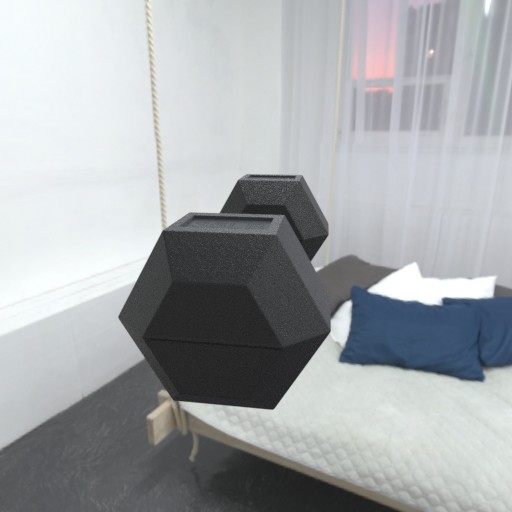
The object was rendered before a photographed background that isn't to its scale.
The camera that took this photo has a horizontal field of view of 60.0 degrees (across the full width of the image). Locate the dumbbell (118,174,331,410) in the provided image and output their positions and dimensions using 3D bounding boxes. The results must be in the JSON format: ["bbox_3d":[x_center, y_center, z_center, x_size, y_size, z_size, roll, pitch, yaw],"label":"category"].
[{"bbox_3d":[0.000,0.000,0.432,0.141,0.123,0.356,3,17,8],"label":"dumbbell"}]
